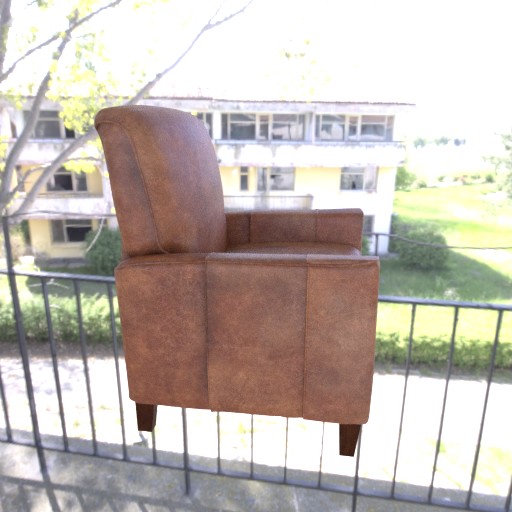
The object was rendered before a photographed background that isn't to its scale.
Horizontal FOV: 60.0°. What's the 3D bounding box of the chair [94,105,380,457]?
[{"bbox_3d":[0.000,0.000,1.625,0.836,1.043,0.843,3,16,9],"label":"chair"}]
